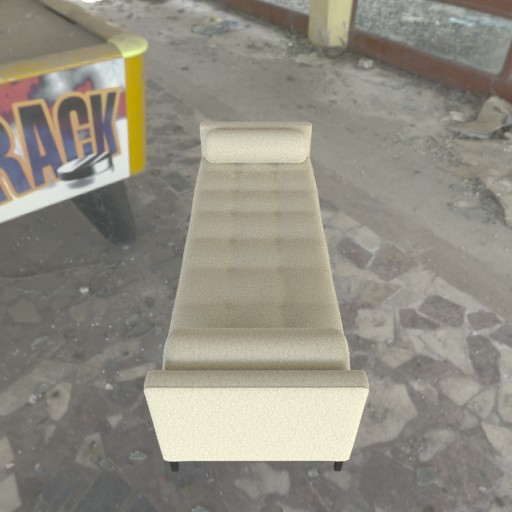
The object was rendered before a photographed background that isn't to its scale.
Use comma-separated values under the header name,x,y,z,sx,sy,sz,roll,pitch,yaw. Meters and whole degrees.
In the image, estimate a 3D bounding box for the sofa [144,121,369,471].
name,x,y,z,sx,sy,sz,roll,pitch,yaw
sofa,0.000,0.000,2.335,0.746,0.641,1.985,0,41,0
